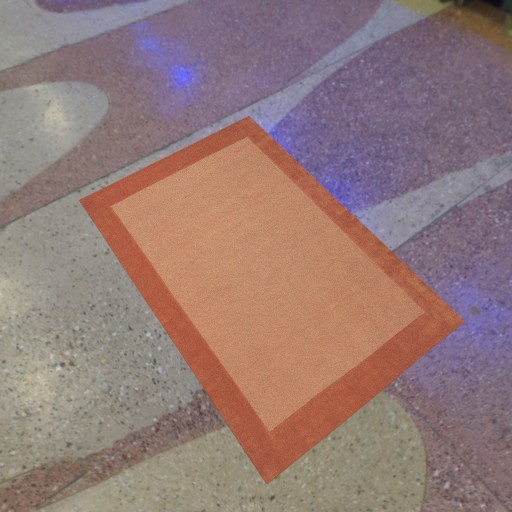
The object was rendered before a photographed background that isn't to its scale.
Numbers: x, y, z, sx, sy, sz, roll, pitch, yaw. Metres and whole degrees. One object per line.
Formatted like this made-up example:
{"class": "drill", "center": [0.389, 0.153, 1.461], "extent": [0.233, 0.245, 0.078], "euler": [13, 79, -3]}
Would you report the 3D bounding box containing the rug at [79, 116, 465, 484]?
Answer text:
{"class": "rug", "center": [0.000, 0.000, 2.382], "extent": [1.219, 0.014, 1.829], "euler": [-32, 63, -18]}
